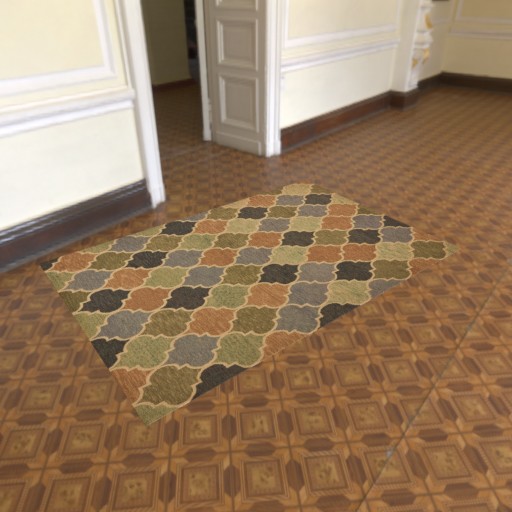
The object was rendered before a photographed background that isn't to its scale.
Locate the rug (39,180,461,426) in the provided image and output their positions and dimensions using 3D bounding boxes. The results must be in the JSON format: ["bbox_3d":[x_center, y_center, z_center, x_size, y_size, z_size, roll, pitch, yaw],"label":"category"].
[{"bbox_3d":[0.000,0.000,2.880,2.284,0.006,1.521,-22,38,-31],"label":"rug"}]
